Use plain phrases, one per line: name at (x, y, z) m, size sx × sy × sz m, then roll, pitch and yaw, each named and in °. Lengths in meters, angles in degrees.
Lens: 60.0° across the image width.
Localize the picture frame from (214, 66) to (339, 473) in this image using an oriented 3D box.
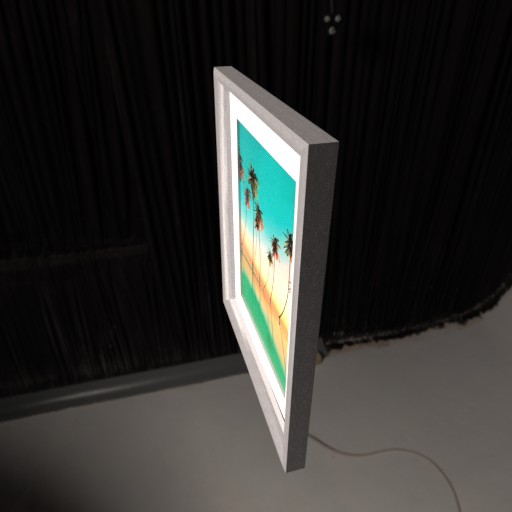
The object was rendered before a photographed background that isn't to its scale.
picture frame at (0.000, 0.000, 0.537) m, size 0.027 × 0.378 × 0.327 m, roll -9°, pitch 33°, yaw -13°
